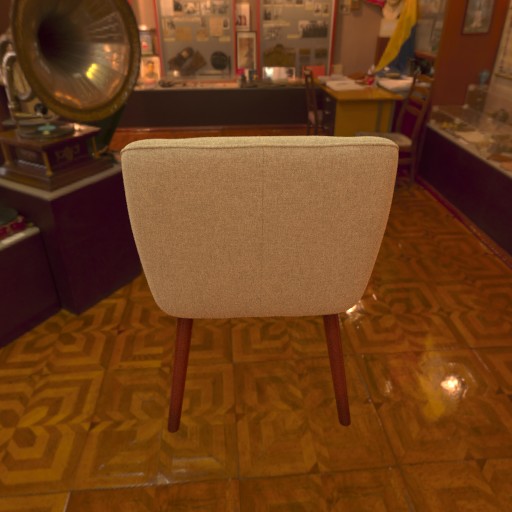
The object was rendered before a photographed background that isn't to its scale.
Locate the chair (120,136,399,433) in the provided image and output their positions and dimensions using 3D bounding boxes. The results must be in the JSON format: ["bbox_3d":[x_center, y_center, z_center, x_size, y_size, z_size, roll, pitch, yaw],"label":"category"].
[{"bbox_3d":[0.000,0.000,1.243,0.610,0.813,0.610,-1,30,-2],"label":"chair"}]
